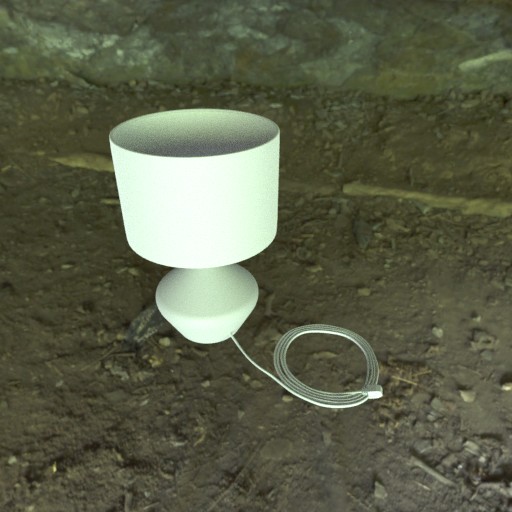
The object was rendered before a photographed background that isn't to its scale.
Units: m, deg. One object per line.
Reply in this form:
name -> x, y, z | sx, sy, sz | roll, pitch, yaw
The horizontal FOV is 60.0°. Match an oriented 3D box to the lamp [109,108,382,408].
lamp -> 0.000, 0.000, 0.868 | 0.401, 0.457, 0.546 | -21, 38, -30
